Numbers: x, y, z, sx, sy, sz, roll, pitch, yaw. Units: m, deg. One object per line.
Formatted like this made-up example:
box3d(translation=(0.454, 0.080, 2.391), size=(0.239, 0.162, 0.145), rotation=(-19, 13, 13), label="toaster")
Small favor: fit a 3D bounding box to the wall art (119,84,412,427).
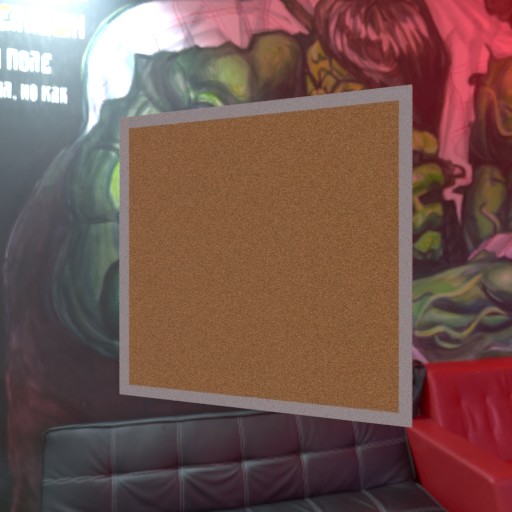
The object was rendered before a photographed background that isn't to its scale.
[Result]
box3d(translation=(0.000, 0.000, 0.459), size=(0.305, 0.305, 0.038), rotation=(0, 0, 18), label="wall art")
